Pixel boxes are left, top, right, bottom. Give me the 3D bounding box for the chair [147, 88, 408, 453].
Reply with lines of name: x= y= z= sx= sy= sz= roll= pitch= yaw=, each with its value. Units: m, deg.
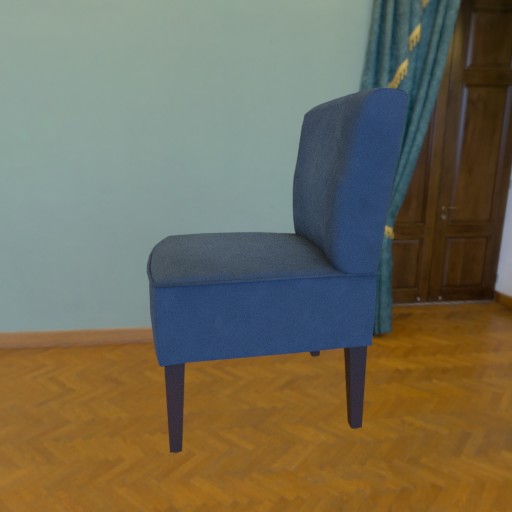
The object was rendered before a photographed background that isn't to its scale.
chair: x=0.000 y=0.000 z=1.172 sx=0.551 sy=0.806 sz=0.521 roll=-2 pitch=14 yaw=-7
